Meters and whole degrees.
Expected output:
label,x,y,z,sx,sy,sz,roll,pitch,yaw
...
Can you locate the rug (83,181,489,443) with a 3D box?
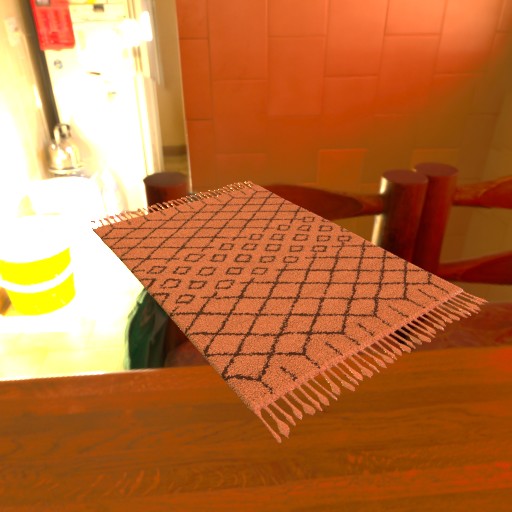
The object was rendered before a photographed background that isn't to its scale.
label,x,y,z,sx,sy,sz,roll,pitch,yaw
rug,0.000,0.000,3.172,1.664,0.029,2.615,-20,36,-30
